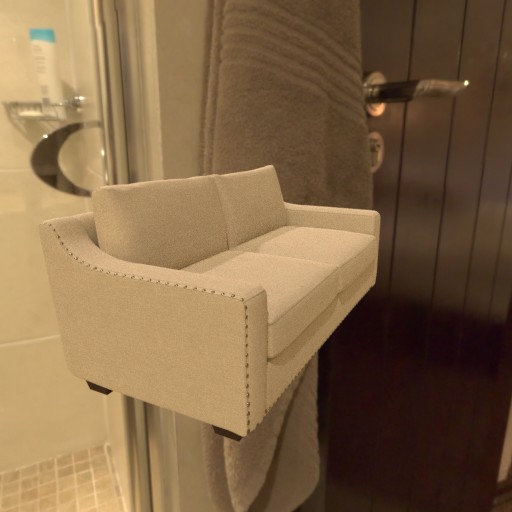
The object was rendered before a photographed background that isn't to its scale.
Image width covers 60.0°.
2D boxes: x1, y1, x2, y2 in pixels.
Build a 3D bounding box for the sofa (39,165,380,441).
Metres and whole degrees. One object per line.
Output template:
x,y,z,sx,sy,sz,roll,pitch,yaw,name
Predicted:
0.000,0.000,2.715,1.104,0.983,2.107,8,17,27,sofa
